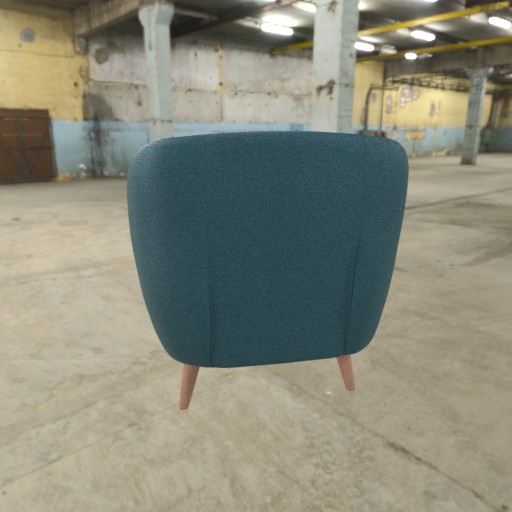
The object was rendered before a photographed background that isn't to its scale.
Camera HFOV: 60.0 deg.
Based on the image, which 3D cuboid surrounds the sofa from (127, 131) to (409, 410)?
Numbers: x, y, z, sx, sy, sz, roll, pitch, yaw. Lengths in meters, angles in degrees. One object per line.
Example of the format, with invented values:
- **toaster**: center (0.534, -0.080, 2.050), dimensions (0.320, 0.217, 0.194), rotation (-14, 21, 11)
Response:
- **sofa**: center (0.000, 0.000, 1.530), dimensions (0.836, 0.817, 0.825), rotation (-3, 15, -11)
